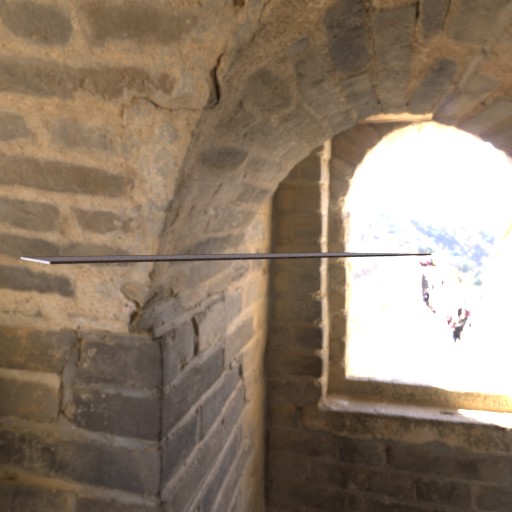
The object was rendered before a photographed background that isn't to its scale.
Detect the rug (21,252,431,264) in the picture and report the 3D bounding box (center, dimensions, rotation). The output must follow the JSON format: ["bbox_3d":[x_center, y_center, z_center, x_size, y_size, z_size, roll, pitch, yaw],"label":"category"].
[{"bbox_3d":[0.000,0.000,2.694,2.452,0.012,0.775,-1,2,-35],"label":"rug"}]
